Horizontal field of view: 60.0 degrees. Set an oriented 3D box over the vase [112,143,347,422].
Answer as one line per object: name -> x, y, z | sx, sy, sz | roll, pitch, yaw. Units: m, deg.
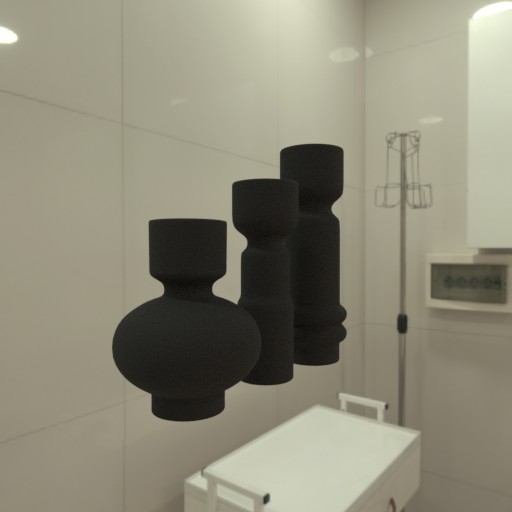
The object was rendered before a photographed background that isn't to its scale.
vase -> 0.000, 0.000, 0.438 | 0.120, 0.249, 0.307 | 0, 1, 36
